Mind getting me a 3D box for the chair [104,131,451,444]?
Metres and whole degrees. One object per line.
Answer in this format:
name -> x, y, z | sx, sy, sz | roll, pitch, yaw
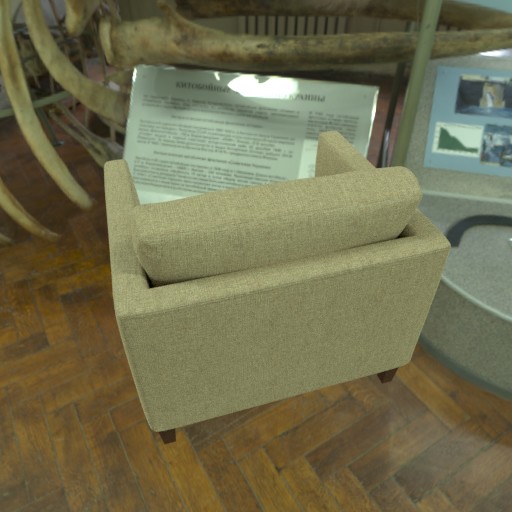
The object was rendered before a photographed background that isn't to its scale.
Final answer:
chair -> 0.000, 0.000, 1.854 | 1.107, 0.987, 0.959 | -11, 42, -13
